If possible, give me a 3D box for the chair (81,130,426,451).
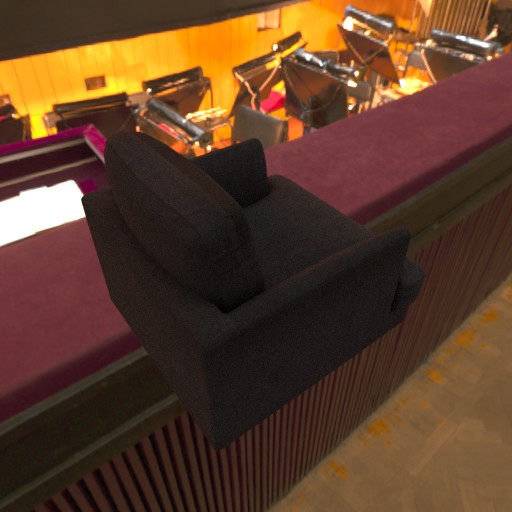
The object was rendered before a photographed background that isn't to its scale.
[{"bbox_3d":[0.000,0.000,1.605,0.899,0.957,0.858,-26,47,-27],"label":"chair"}]
